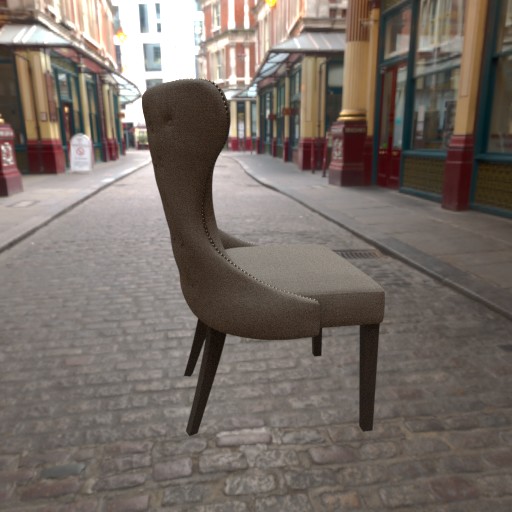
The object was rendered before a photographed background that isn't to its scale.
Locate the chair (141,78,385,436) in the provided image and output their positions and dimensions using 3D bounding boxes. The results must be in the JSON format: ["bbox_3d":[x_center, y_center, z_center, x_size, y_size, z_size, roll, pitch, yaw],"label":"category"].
[{"bbox_3d":[0.000,0.000,1.384,0.635,0.967,0.628,-2,15,-10],"label":"chair"}]
